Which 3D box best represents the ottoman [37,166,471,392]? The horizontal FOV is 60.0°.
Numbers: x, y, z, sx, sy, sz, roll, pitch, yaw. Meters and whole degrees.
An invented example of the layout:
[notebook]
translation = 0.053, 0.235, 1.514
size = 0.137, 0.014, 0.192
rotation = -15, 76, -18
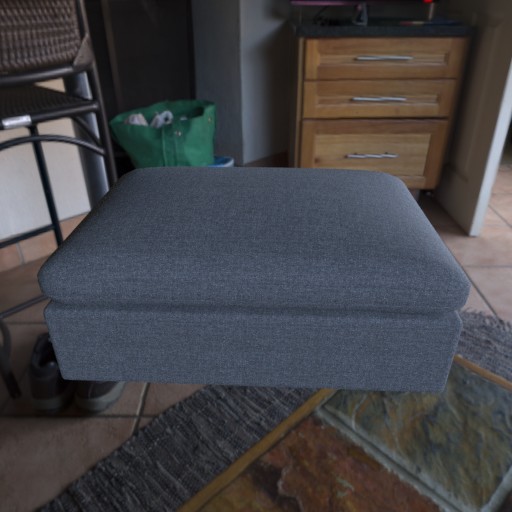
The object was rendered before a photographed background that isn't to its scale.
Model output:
[ottoman]
translation = 0.000, 0.000, 1.393
size = 1.041, 0.483, 0.711
rotation = 1, 30, 2
